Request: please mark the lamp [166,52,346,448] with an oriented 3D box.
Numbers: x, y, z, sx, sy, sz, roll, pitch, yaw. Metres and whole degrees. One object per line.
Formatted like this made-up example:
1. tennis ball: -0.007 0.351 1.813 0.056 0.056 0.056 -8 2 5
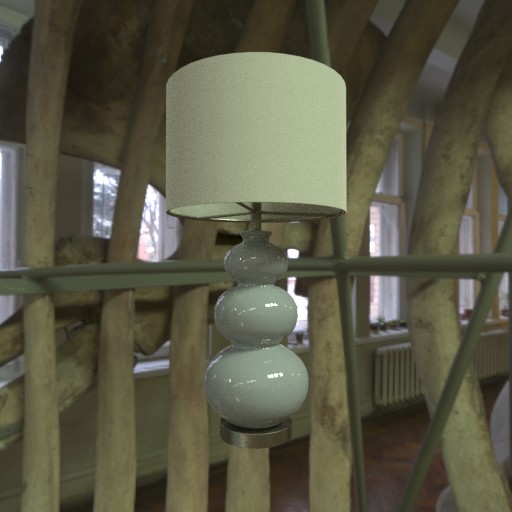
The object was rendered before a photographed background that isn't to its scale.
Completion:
1. lamp: 0.000 0.000 0.918 0.367 0.730 0.367 1 -1 -37
